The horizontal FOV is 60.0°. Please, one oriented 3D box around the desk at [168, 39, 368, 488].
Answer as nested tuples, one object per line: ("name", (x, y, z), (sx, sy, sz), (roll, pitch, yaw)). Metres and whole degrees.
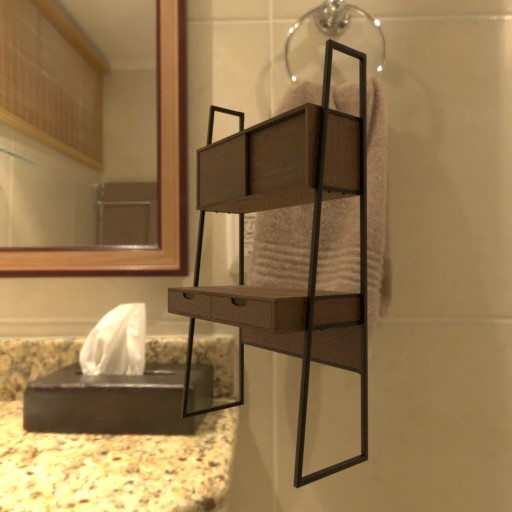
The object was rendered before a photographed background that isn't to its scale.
("desk", (0.000, 0.000, 2.214), (0.515, 1.809, 0.982), (1, -1, -36))
